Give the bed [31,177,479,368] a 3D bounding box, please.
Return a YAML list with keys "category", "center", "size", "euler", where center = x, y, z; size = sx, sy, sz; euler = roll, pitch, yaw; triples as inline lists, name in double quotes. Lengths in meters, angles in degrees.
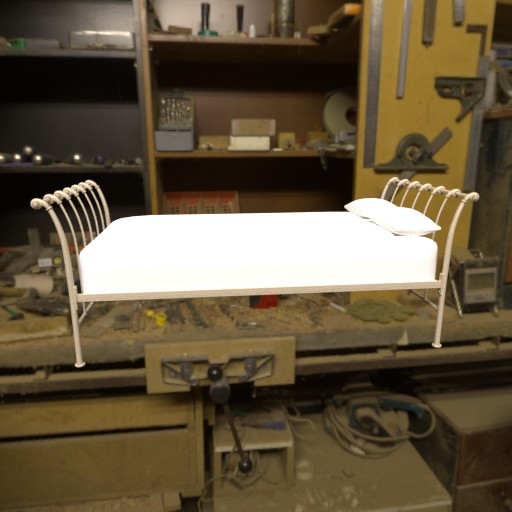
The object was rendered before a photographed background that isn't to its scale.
- category: "bed"
  center: [0.000, 0.000, 2.765]
  size: [2.228, 0.873, 1.032]
  euler: [-2, 15, -6]
